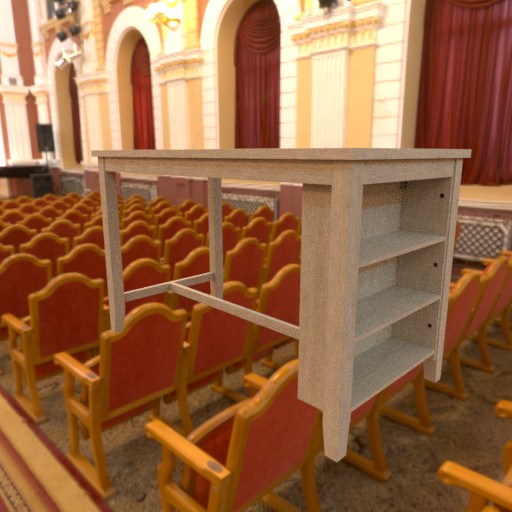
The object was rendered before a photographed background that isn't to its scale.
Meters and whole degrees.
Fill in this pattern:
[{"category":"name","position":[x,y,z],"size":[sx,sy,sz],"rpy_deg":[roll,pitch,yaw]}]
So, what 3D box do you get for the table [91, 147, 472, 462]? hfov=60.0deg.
[{"category":"table","position":[0.000,0.000,1.877],"size":[0.729,0.874,1.397],"rpy_deg":[-13,18,-43]}]
